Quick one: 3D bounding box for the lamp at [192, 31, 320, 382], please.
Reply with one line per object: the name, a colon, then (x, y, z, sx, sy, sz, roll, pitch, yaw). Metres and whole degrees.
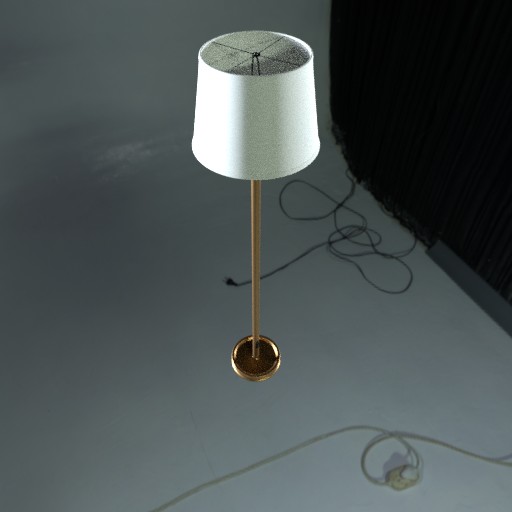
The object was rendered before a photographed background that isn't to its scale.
lamp: (0.000, 0.000, 0.789, 0.178, 0.710, 0.178, 0, 46, 0)
